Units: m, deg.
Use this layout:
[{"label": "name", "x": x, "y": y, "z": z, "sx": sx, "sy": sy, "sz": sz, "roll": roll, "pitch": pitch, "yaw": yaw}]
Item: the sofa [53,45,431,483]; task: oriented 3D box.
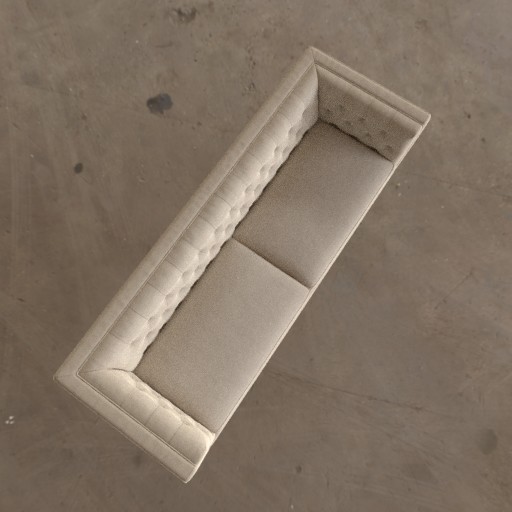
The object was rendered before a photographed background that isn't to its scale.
[{"label": "sofa", "x": 0.000, "y": 0.000, "z": 2.530, "sx": 0.775, "sy": 0.762, "sz": 2.159, "roll": 34, "pitch": 78, "yaw": 8}]
